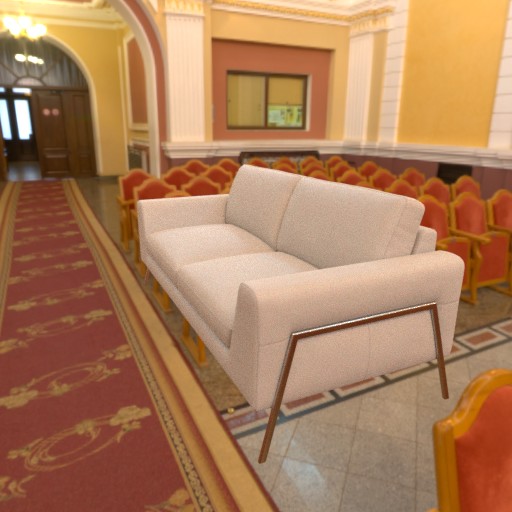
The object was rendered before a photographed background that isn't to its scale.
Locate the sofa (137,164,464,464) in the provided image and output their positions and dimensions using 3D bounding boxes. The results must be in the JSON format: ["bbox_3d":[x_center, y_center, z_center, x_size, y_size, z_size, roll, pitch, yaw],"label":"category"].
[{"bbox_3d":[0.000,0.000,2.506,0.953,0.875,2.017,-8,18,-24],"label":"sofa"}]
